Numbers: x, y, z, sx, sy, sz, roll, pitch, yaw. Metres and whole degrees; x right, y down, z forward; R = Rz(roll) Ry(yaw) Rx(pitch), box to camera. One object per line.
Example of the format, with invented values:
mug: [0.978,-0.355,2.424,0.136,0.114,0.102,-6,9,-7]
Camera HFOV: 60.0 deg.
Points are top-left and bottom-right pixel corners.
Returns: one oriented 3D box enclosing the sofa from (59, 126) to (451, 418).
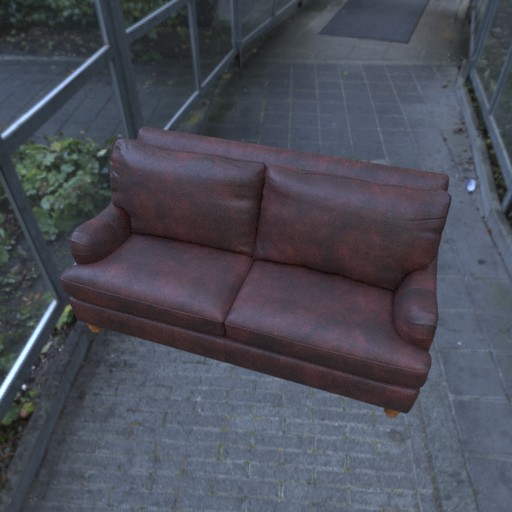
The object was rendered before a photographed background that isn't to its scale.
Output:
sofa: [0.000,0.000,2.751,2.144,1.071,1.147,12,43,13]
